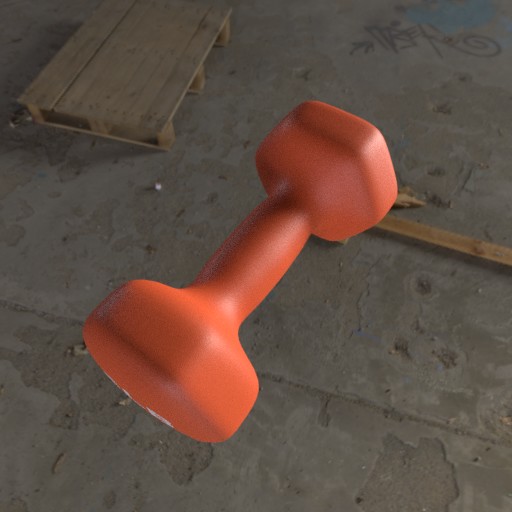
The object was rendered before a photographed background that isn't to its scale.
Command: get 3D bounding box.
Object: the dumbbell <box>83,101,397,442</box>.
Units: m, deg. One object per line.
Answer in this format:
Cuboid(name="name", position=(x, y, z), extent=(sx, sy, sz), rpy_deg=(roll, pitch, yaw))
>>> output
Cuboid(name="dumbbell", position=(0.000, 0.000, 0.207), extent=(0.079, 0.071, 0.162), rpy_deg=(32, 63, 18))
